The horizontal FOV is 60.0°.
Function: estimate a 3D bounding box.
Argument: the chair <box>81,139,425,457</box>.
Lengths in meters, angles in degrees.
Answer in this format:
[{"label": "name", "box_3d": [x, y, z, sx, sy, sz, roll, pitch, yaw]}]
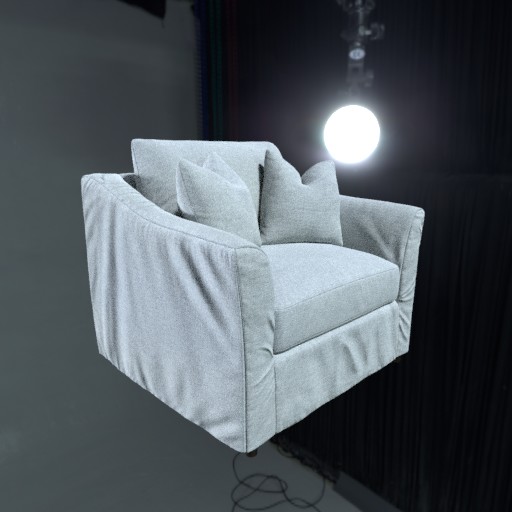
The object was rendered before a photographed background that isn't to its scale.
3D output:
[{"label": "chair", "box_3d": [0.000, 0.000, 2.075, 1.194, 1.059, 1.071, -13, 19, -42]}]
